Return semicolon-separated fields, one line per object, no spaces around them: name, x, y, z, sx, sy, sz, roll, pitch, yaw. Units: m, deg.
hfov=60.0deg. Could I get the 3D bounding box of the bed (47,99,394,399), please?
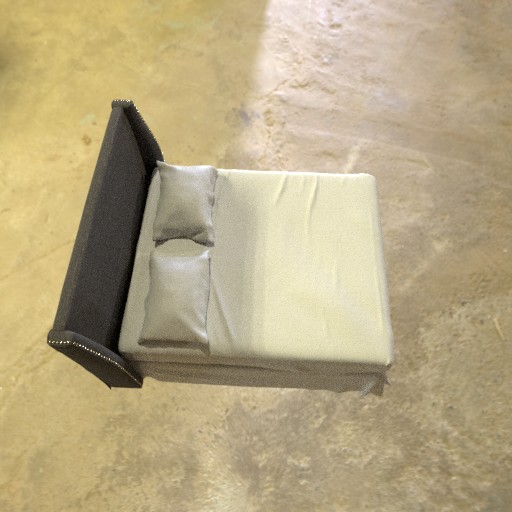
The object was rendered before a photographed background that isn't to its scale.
bed;0.000;0.000;3.449;2.276;1.332;1.925;3;63;1
